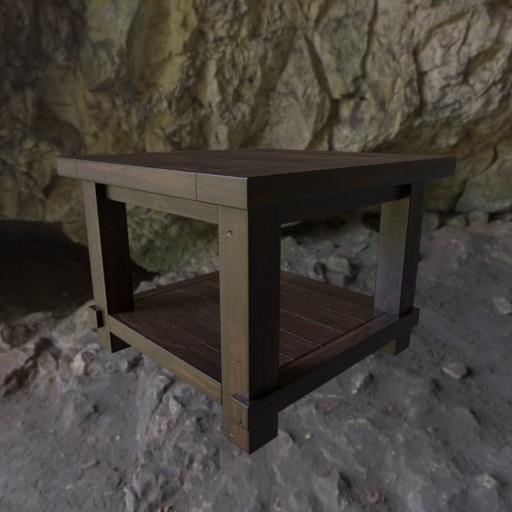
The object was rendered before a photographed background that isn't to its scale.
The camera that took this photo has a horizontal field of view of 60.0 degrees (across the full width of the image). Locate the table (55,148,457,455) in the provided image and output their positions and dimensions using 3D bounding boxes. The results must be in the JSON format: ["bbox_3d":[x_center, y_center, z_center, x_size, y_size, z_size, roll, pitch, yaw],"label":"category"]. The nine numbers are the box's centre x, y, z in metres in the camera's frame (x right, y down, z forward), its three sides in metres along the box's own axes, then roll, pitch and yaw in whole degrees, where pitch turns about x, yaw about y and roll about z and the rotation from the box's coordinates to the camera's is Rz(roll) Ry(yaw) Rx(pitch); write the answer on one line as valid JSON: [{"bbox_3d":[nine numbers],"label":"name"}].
[{"bbox_3d":[0.000,0.000,0.993,0.606,0.437,0.593,-15,22,-42],"label":"table"}]
